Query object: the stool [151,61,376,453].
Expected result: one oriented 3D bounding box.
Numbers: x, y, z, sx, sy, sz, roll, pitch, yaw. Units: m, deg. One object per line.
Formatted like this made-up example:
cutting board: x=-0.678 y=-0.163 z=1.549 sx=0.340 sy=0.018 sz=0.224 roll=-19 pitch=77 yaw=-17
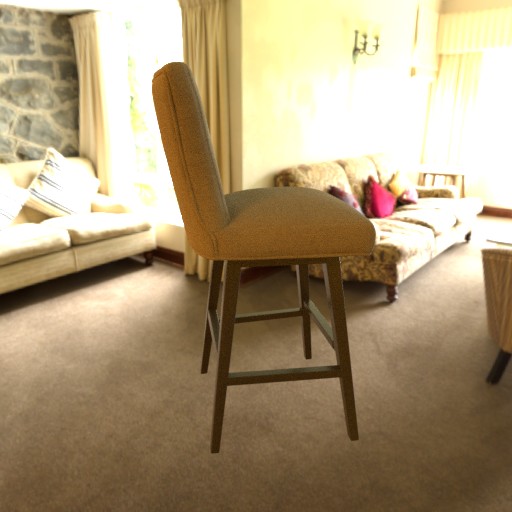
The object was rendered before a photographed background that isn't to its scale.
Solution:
stool: x=0.000 y=0.000 z=1.406 sx=0.574 sy=1.086 sz=0.514 roll=-3 pitch=19 yaw=-10
